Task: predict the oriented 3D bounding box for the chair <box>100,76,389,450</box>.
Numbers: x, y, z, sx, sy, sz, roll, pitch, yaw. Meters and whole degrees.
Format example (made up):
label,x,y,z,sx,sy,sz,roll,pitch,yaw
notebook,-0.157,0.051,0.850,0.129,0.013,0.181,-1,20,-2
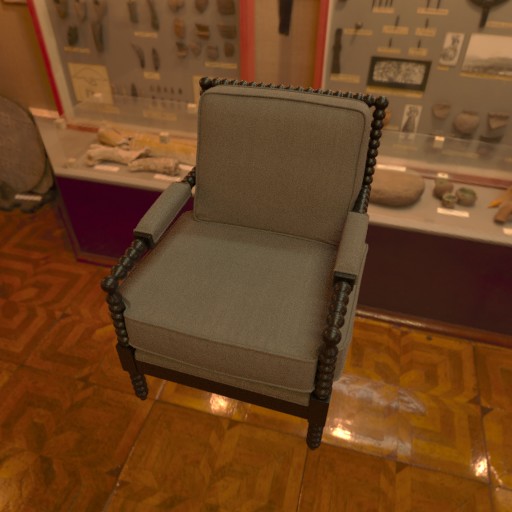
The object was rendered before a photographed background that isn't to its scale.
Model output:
label,x,y,z,sx,sy,sz,roll,pitch,yaw
chair,0.000,0.000,1.122,0.540,0.661,0.622,11,42,13
